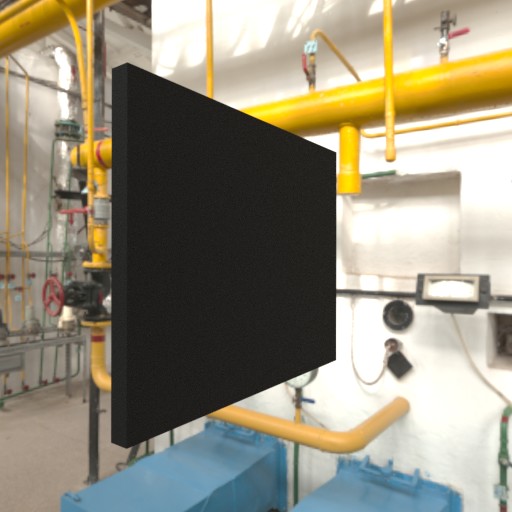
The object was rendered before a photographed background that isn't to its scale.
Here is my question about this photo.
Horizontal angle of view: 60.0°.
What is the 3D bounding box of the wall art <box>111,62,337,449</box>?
[{"bbox_3d":[0.000,0.000,0.758,0.031,0.457,0.558,0,0,36],"label":"wall art"}]
